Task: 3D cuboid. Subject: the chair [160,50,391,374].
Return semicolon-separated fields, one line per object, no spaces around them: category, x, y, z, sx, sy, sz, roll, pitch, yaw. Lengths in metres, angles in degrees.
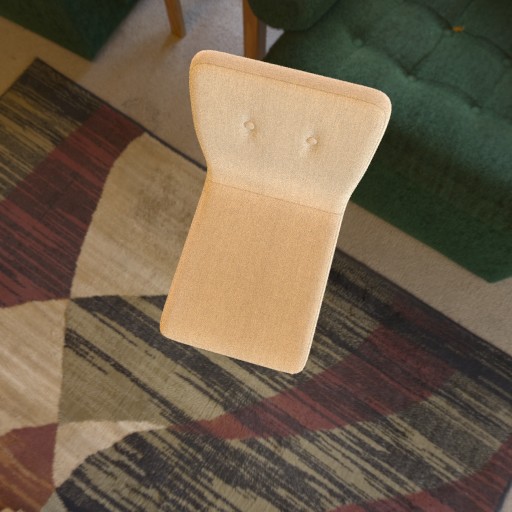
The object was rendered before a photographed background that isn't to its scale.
chair;0.000;0.000;1.208;0.435;0.885;0.550;15;76;4
